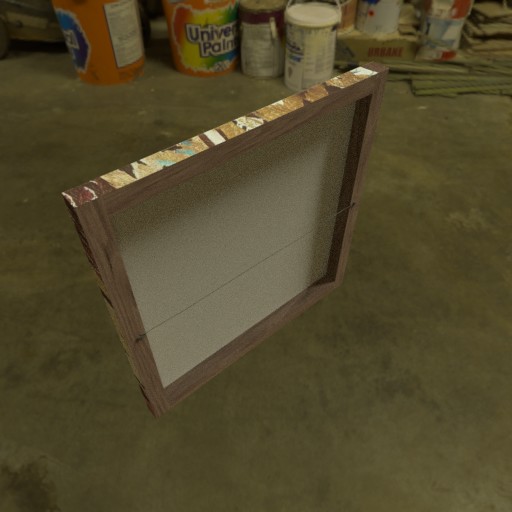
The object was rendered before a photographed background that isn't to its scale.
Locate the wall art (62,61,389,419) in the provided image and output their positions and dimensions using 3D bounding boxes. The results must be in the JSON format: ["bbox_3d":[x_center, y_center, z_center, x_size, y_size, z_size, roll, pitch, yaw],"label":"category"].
[{"bbox_3d":[0.000,0.000,0.907,0.609,0.613,0.041,-32,54,-26],"label":"wall art"}]
